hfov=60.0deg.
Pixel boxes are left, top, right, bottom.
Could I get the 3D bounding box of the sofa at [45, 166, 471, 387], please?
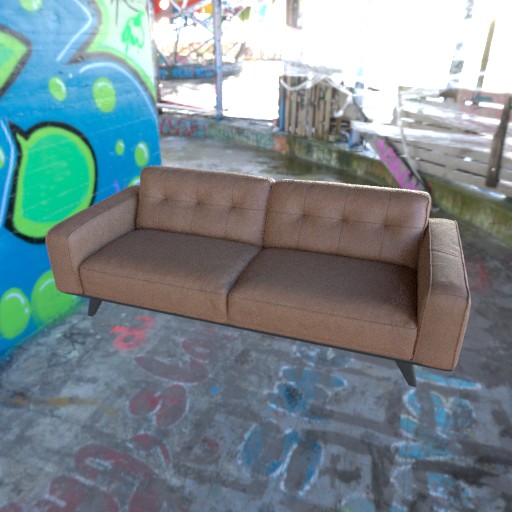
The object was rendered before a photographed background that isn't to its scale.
[{"bbox_3d":[0.000,0.000,2.665,2.270,0.780,0.953,9,28,17],"label":"sofa"}]
